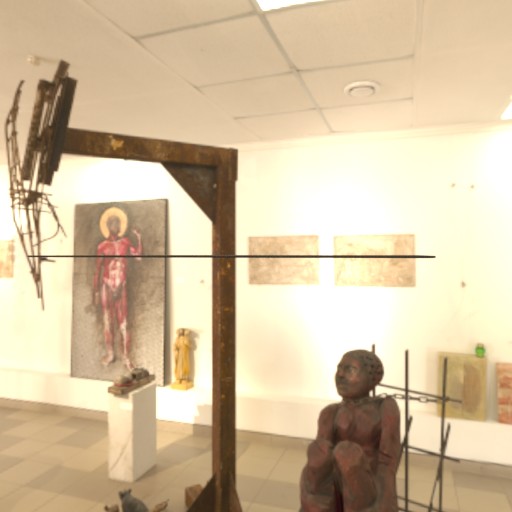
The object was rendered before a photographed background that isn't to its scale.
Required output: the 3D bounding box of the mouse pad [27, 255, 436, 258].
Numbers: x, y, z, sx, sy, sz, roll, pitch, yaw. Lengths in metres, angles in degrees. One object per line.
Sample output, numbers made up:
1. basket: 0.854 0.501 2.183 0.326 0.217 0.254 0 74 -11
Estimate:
1. mouse pad: 0.000 0.000 0.627 0.451 0.002 0.393 0 0 18
